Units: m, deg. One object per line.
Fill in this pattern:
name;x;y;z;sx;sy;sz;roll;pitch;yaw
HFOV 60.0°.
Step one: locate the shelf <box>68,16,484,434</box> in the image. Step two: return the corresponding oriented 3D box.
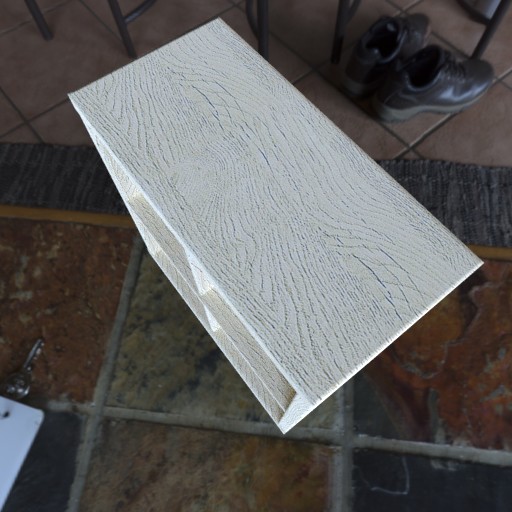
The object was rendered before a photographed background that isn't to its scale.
shelf;0.000;0.000;1.207;0.390;0.786;0.790;-35;70;-15
